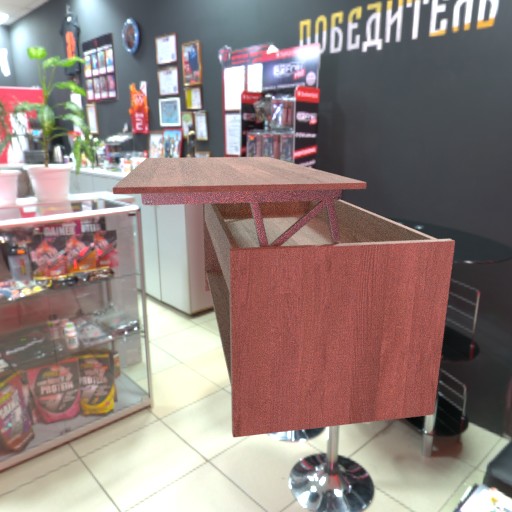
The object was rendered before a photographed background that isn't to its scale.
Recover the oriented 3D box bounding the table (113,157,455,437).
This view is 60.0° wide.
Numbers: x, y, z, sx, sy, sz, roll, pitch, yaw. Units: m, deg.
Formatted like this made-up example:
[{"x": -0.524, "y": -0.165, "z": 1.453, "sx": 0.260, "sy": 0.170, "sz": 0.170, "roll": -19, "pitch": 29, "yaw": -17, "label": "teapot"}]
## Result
[{"x": 0.000, "y": 0.000, "z": 1.426, "sx": 0.712, "sy": 0.570, "sz": 1.000, "roll": -3, "pitch": 16, "yaw": -10, "label": "table"}]
